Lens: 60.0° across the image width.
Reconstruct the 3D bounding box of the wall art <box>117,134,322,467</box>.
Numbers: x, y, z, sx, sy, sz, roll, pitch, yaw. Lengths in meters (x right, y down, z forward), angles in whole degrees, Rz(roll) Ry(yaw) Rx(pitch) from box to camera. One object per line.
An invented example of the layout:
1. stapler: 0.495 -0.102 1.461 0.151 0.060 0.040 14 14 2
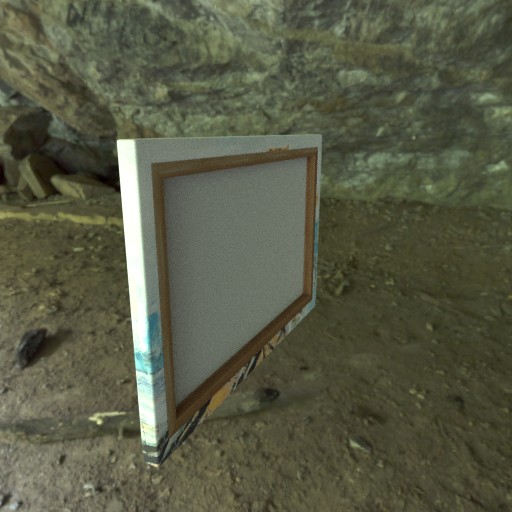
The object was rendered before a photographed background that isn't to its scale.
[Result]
1. wall art: 0.000 0.000 1.166 0.038 0.609 0.913 8 18 25
